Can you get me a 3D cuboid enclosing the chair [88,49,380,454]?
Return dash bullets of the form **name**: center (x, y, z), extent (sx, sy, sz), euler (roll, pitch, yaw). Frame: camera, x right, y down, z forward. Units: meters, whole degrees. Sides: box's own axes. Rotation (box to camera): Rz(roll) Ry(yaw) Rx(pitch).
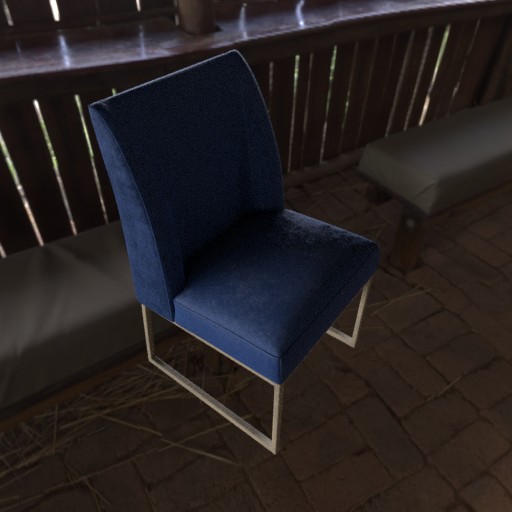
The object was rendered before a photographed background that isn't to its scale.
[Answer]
- **chair**: center (0.000, 0.000, 1.193), extent (0.522, 0.863, 0.508), euler (27, 48, 27)
